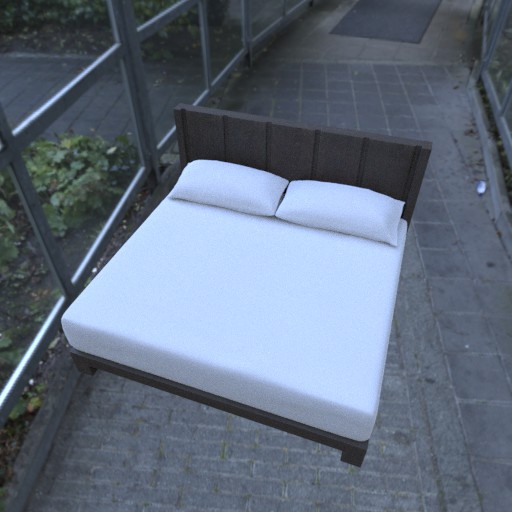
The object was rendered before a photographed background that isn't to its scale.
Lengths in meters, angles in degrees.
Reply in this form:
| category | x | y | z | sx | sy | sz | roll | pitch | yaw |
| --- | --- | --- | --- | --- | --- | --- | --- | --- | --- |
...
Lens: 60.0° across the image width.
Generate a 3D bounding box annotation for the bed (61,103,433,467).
| category | x | y | z | sx | sy | sz | roll | pitch | yaw |
| --- | --- | --- | --- | --- | --- | --- | --- | --- | --- |
| bed | 0.000 | 0.000 | 3.353 | 2.134 | 1.270 | 2.012 | 13 | 44 | 14 |
